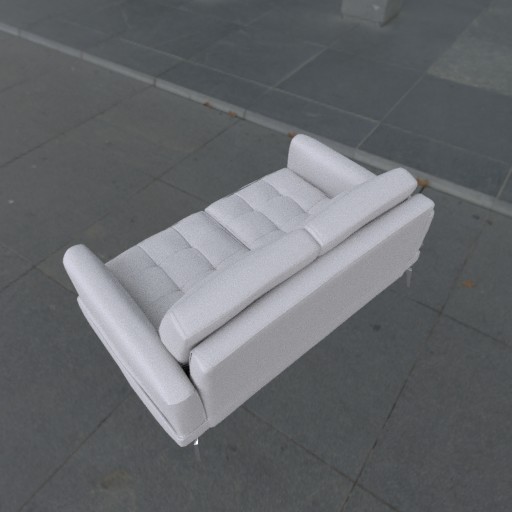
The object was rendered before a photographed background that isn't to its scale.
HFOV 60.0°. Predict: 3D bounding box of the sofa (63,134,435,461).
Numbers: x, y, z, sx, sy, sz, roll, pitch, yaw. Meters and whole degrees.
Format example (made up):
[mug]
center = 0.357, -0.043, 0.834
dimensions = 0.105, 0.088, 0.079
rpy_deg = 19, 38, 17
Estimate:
[sofa]
center = 0.000, 0.000, 2.495
dimensions = 1.819, 0.930, 1.121
rpy_deg = -32, 55, -26
